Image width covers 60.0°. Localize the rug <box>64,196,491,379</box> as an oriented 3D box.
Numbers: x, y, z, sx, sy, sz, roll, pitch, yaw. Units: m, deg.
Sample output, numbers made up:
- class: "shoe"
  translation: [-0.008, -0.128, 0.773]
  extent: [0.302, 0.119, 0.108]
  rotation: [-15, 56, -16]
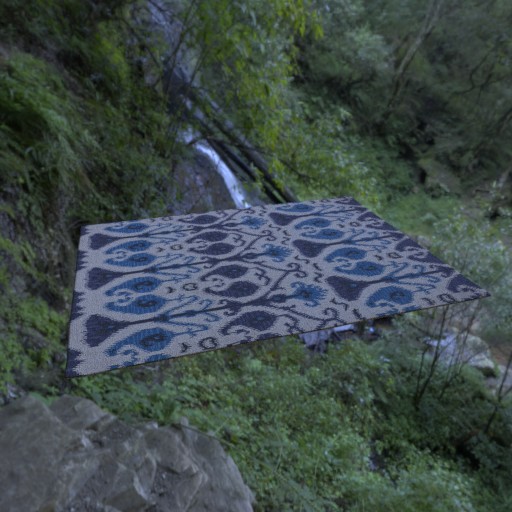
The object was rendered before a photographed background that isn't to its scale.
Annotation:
- class: "rug"
  translation: [0.000, 0.000, 4.172]
  extent: [3.228, 0.024, 2.443]
  rotation: [-8, 29, -15]
